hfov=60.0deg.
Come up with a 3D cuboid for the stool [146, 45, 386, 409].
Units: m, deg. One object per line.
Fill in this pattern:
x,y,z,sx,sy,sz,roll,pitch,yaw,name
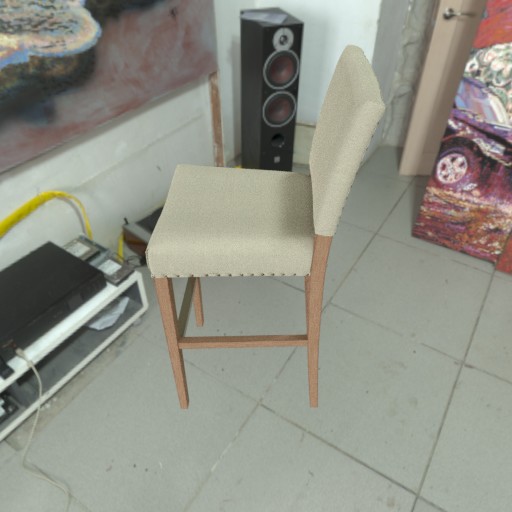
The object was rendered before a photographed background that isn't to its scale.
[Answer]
0.000,0.000,1.384,0.546,1.143,0.428,2,41,2,stool
